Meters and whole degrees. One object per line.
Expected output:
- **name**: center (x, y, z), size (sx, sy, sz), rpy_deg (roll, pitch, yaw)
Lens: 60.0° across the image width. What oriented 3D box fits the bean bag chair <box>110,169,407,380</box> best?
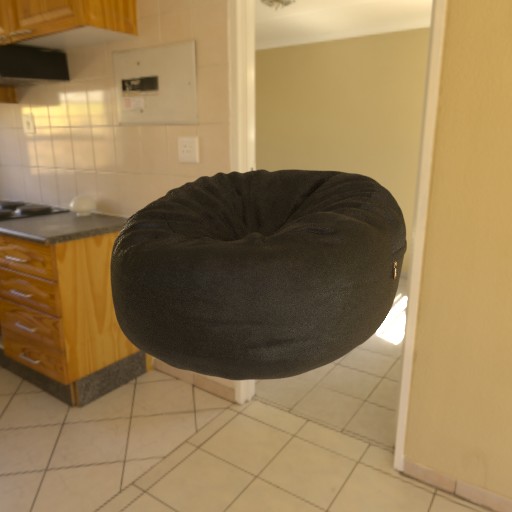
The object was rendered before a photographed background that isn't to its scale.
- **bean bag chair**: center (0.000, 0.000, 2.432), size (1.524, 0.878, 1.524), rpy_deg (7, 16, 24)
